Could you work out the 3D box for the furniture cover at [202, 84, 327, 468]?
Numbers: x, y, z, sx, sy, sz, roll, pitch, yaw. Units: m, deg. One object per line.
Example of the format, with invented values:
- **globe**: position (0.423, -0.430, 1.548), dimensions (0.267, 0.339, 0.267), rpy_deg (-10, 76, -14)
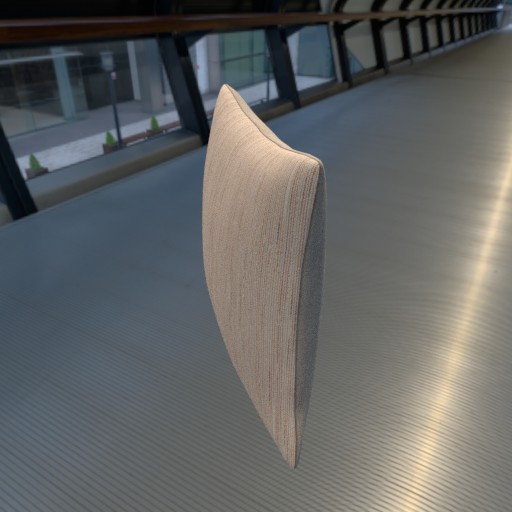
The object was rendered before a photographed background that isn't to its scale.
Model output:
- **furniture cover**: position (0.000, 0.000, 0.796), dimensions (0.178, 0.506, 0.512), rpy_deg (-8, 31, -13)
